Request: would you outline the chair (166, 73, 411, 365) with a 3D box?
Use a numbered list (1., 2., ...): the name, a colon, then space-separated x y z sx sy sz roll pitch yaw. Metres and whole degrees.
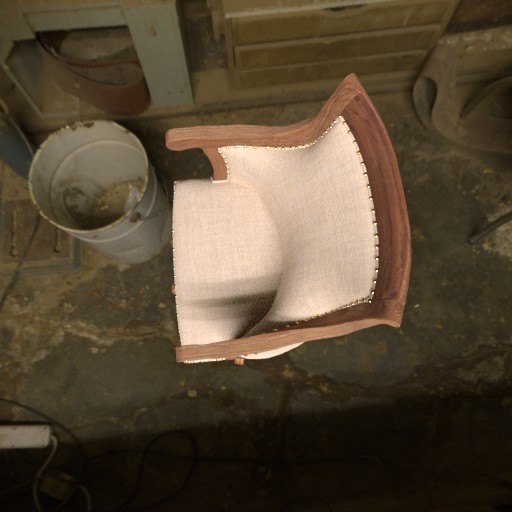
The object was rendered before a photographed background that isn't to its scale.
1. chair: 0.000 0.000 1.442 0.689 0.965 0.656 -5 75 -1
